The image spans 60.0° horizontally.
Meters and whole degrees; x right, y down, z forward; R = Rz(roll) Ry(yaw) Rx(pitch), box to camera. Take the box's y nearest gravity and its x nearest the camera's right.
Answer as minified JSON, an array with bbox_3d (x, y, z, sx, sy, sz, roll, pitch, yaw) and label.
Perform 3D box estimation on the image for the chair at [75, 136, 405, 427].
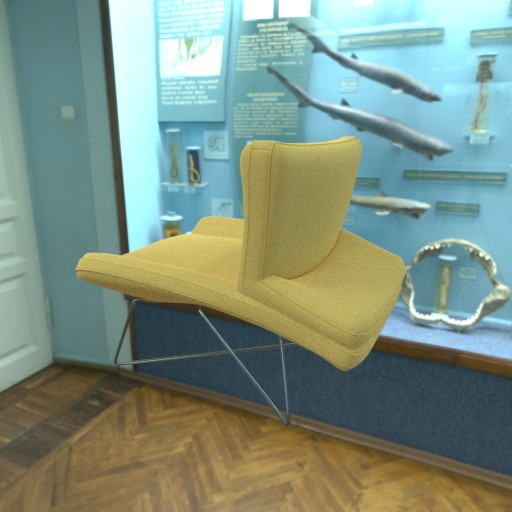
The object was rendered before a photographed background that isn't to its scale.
[{"bbox_3d":[0.000,0.000,1.654,1.008,0.855,0.859,8,18,26],"label":"chair"}]
